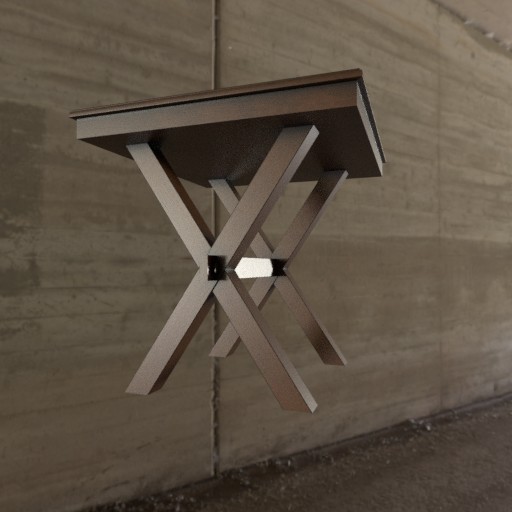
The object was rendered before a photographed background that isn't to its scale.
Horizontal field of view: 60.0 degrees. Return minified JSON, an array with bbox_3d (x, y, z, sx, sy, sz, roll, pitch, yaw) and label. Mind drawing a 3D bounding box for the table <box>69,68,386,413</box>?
[{"bbox_3d":[0.000,0.000,1.048,0.560,0.562,0.602,0,-1,20],"label":"table"}]
